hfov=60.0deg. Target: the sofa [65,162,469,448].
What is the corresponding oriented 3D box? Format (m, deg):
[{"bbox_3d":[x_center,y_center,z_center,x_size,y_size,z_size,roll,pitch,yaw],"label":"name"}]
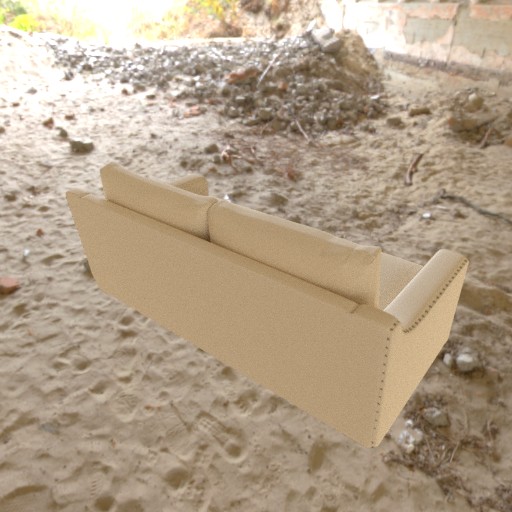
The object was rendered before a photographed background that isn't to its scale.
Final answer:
[{"bbox_3d":[0.000,0.000,2.276,1.812,0.830,0.949,22,36,33],"label":"sofa"}]
